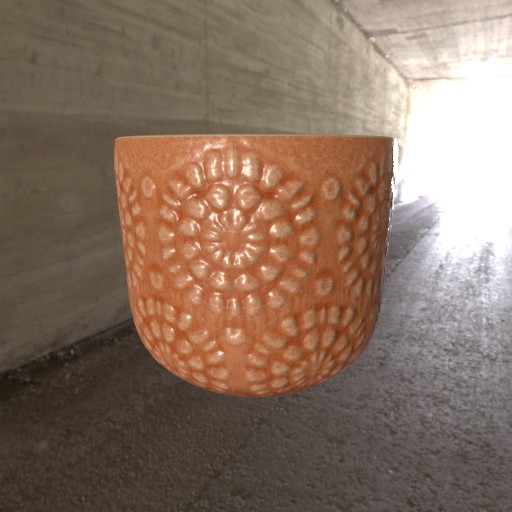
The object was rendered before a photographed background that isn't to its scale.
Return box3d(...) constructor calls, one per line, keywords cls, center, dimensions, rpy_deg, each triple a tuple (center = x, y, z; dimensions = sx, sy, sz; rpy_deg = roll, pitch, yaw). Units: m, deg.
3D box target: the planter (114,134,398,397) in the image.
box3d(cls="planter", center=(0.000, 0.000, 0.213), dimensions=(0.124, 0.109, 0.124), rpy_deg=(0, 13, 0))
